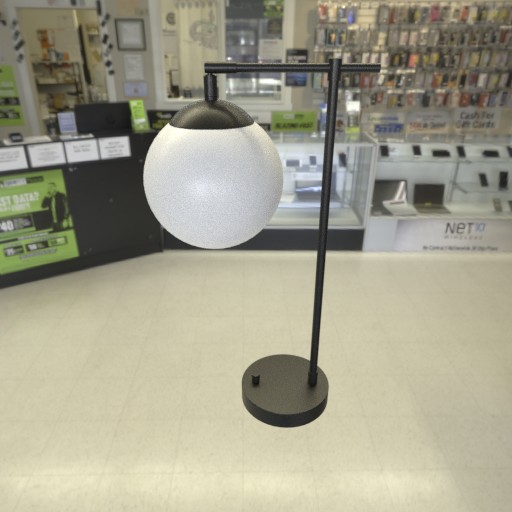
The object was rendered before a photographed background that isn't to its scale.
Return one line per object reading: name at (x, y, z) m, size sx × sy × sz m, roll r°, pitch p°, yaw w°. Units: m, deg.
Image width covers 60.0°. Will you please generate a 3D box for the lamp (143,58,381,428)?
lamp at (0.000, 0.000, 0.685) m, size 0.316 × 0.559 × 0.197 m, roll 1°, pitch 26°, yaw 1°
